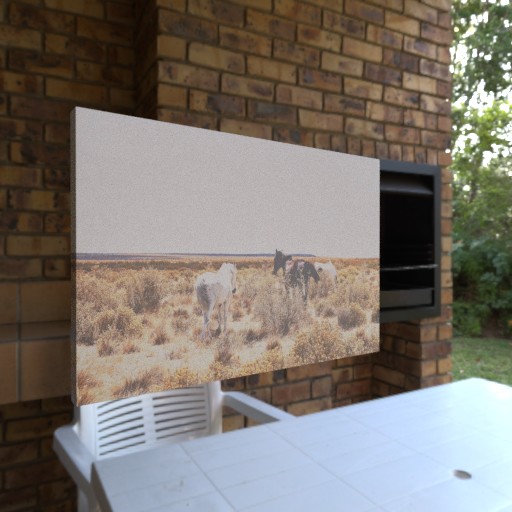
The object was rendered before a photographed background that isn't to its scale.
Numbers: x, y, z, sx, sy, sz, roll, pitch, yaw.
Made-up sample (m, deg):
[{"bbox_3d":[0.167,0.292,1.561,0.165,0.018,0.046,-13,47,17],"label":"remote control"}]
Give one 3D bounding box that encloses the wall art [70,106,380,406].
[{"bbox_3d":[0.000,0.000,1.174,0.914,0.610,0.050,0,0,-34],"label":"wall art"}]
